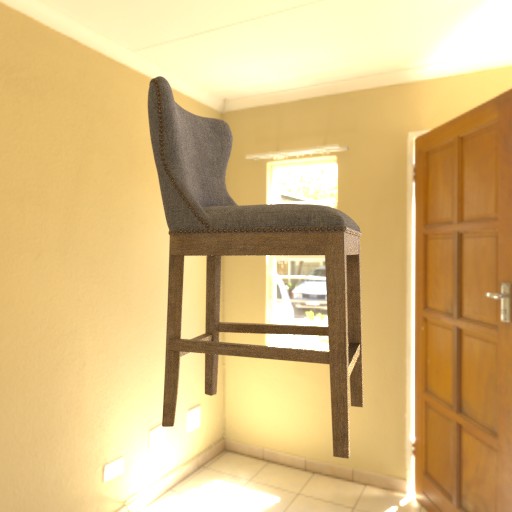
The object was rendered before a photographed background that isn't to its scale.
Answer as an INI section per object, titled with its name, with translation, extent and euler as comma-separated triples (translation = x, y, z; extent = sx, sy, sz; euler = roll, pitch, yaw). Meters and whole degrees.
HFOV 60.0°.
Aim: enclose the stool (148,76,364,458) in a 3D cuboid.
[stool]
translation = 0.000, 0.000, 1.353
extent = 0.608, 0.981, 0.498
euler = 0, 1, 19
